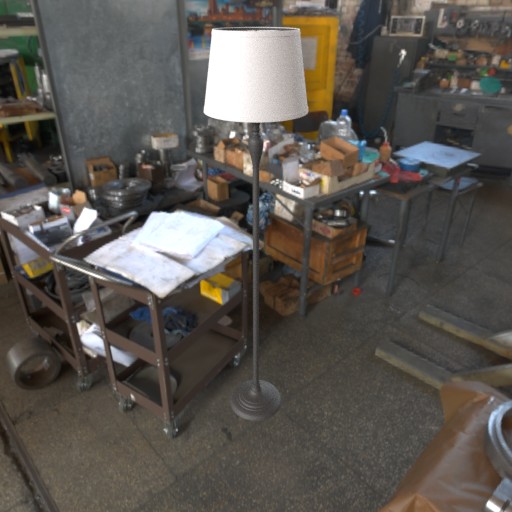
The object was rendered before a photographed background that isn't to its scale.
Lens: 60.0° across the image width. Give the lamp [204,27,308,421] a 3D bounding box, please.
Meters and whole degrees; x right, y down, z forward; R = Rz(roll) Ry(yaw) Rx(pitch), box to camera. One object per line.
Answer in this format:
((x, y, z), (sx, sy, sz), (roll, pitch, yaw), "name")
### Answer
((0.000, 0.000, 1.650), (0.327, 1.506, 0.327), (7, 30, 12), "lamp")
